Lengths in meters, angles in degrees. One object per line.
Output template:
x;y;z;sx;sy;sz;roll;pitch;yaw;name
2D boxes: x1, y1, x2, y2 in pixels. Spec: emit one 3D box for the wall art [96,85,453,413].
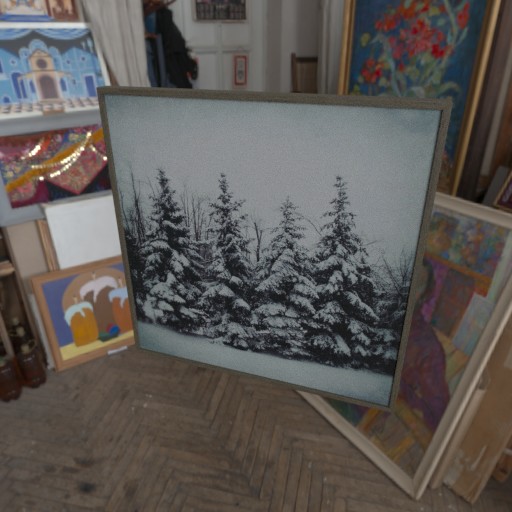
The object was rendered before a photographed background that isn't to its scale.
0.000;0.000;1.089;0.758;0.758;0.039;9;28;17;wall art
